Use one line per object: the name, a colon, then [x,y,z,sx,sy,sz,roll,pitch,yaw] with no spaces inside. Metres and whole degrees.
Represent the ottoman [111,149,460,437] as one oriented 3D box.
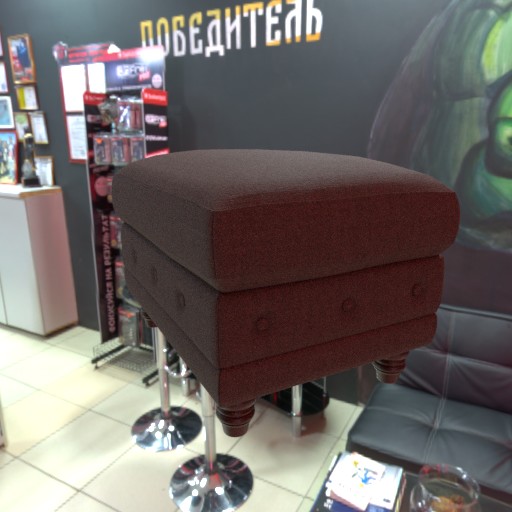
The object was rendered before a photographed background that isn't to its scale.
ottoman: [0.000,0.000,1.196,0.599,0.555,0.809,-8,17,-27]
